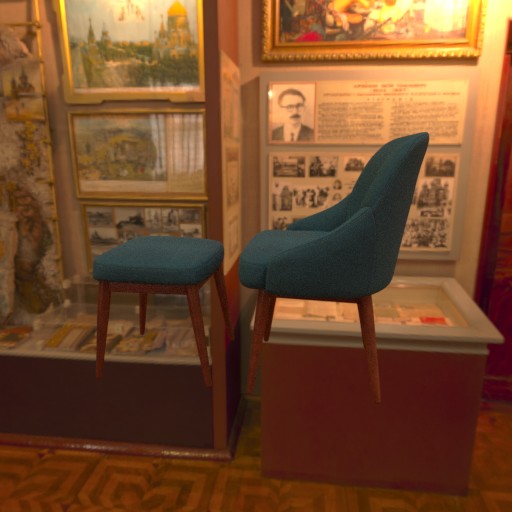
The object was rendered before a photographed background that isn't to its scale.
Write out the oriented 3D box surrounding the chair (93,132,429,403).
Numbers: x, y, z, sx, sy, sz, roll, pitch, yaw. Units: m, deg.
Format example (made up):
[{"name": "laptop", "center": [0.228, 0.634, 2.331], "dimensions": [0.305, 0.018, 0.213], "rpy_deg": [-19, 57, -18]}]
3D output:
[{"name": "chair", "center": [0.000, 0.000, 1.616], "dimensions": [1.114, 0.866, 0.584], "rpy_deg": [2, 14, 9]}]
